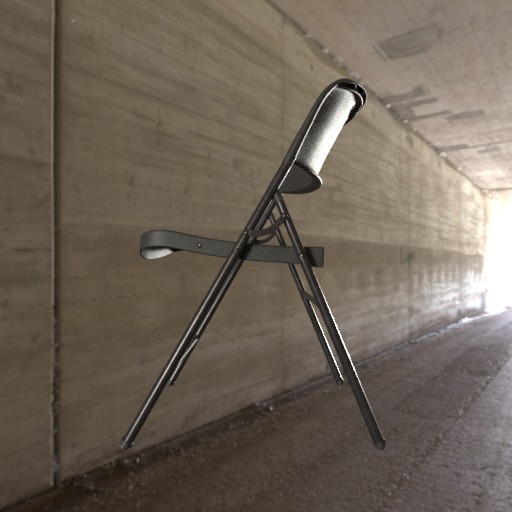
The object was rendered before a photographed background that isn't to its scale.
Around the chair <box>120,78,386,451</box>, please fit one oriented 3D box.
[{"bbox_3d":[0.000,0.000,1.165,0.566,0.810,0.494,0,0,0],"label":"chair"}]
